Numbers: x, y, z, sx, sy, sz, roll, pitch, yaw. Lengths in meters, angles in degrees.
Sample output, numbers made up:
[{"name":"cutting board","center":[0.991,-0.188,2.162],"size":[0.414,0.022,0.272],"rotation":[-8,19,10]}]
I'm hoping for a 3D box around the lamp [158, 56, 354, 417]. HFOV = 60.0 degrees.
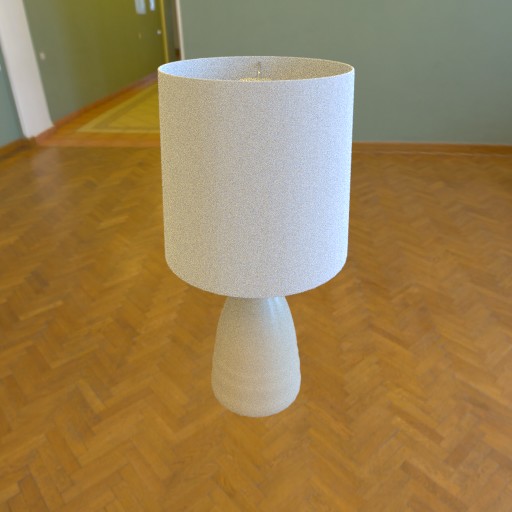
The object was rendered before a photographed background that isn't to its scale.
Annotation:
[{"name":"lamp","center":[0.000,0.000,0.467],"size":[0.186,0.369,0.186],"rotation":[0,30,0]}]
